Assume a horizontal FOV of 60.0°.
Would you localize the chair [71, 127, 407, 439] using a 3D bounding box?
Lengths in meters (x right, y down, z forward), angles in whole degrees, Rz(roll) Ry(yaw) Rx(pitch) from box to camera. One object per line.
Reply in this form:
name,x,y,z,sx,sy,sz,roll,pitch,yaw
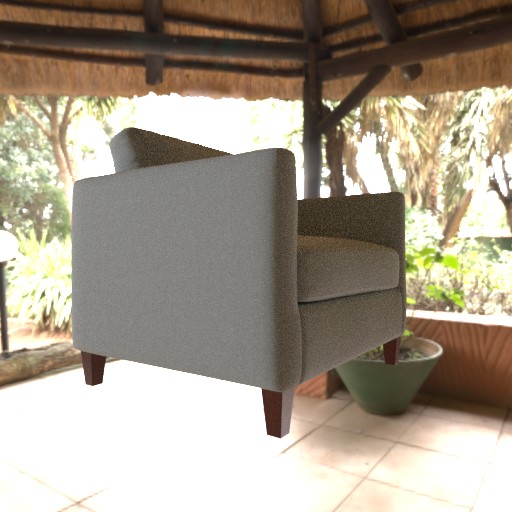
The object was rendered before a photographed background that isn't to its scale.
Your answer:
chair,0.000,0.000,1.813,0.953,0.961,1.107,0,0,35
